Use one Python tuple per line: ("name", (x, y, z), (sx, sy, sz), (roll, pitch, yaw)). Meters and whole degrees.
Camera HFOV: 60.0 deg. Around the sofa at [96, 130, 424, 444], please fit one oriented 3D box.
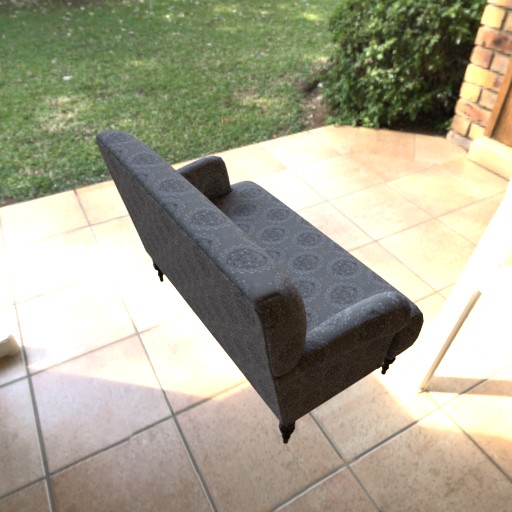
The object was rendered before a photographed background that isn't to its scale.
("sofa", (0.000, 0.000, 1.852), (0.779, 0.889, 1.297), (-24, 46, -26))
